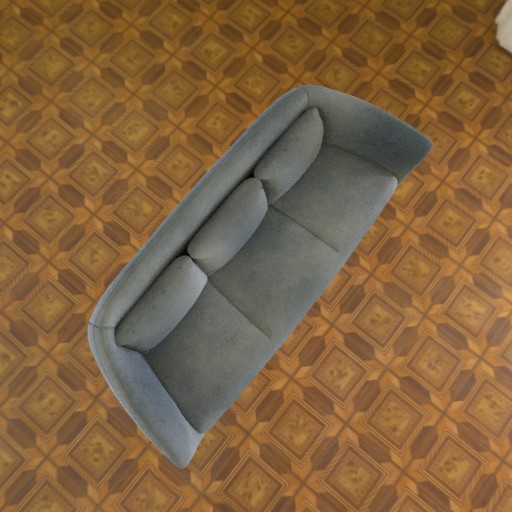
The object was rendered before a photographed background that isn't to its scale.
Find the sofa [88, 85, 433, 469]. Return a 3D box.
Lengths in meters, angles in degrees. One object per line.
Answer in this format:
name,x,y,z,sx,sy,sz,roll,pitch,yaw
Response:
sofa,0.000,0.000,2.525,0.849,0.795,2.095,38,79,9
